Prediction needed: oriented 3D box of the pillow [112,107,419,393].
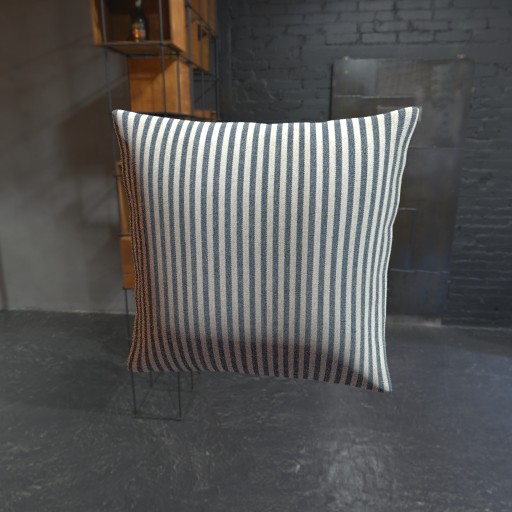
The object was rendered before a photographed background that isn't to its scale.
[{"bbox_3d":[0.000,0.000,0.804,0.523,0.510,0.166,2,16,7],"label":"pillow"}]
